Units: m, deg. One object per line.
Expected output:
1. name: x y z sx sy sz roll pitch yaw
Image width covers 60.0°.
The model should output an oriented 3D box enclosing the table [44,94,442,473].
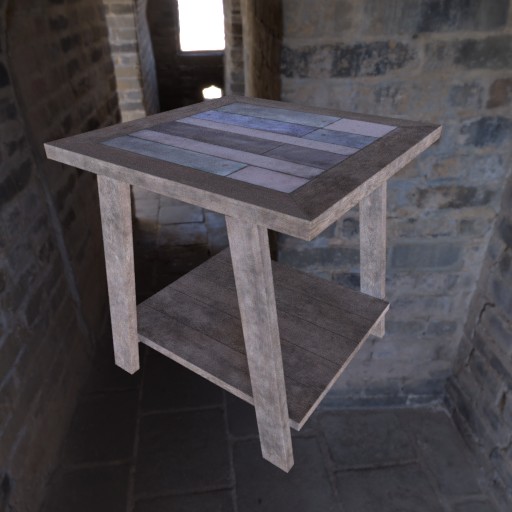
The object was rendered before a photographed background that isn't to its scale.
1. table: 0.000 0.000 1.104 0.610 0.610 0.610 20 36 30
